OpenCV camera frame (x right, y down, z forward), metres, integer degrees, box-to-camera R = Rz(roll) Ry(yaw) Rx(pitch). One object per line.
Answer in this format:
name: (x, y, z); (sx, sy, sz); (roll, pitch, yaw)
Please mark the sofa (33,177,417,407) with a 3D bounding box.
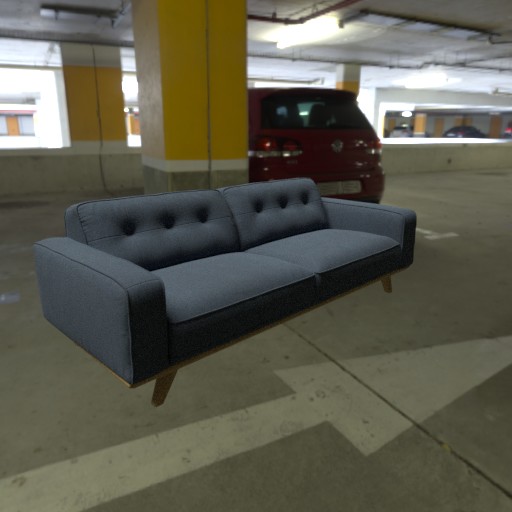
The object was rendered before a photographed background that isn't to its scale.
sofa: (0.000, 0.000, 2.688); (2.270, 0.782, 0.953); (-15, 22, -43)
